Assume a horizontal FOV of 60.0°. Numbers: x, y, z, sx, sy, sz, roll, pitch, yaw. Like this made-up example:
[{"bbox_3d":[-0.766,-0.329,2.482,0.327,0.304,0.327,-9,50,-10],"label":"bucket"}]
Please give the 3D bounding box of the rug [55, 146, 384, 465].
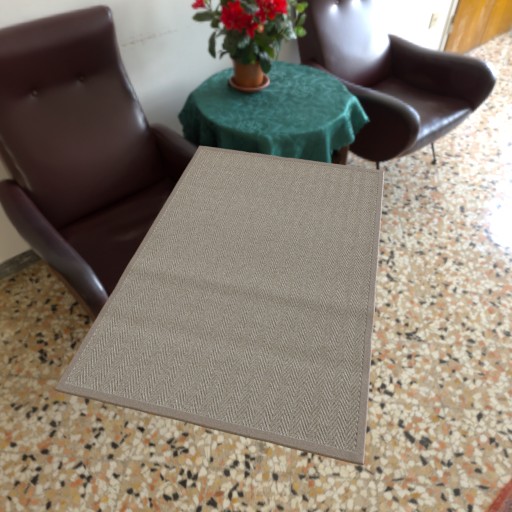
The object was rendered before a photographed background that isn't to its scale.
[{"bbox_3d":[0.000,0.000,2.867,1.540,0.021,2.290,10,47,9],"label":"rug"}]
